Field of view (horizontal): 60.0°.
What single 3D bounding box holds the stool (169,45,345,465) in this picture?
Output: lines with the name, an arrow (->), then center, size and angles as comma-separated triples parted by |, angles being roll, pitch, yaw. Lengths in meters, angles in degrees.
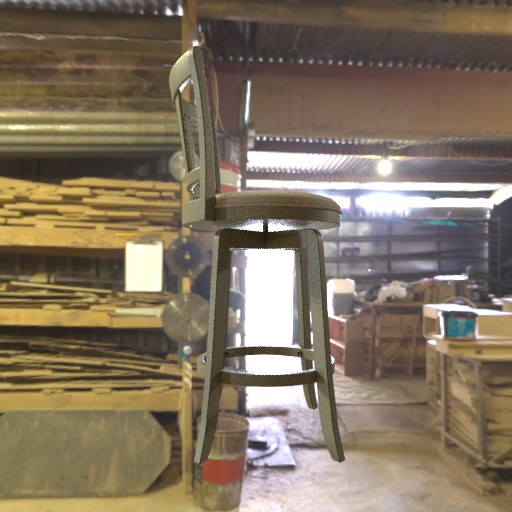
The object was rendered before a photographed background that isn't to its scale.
stool -> 0.000, 0.000, 1.266 | 0.486, 0.994, 0.450 | 0, -1, -2
